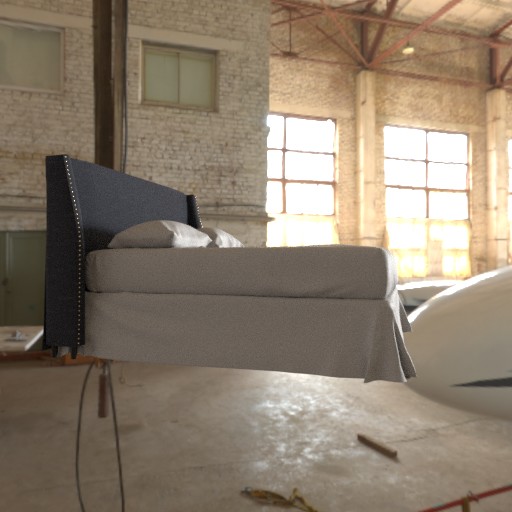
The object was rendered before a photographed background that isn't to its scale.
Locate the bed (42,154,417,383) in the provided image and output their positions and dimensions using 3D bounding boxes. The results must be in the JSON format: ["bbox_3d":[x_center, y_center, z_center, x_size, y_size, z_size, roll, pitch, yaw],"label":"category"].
[{"bbox_3d":[0.000,0.000,3.393,2.276,1.332,1.925,0,-1,19],"label":"bed"}]
